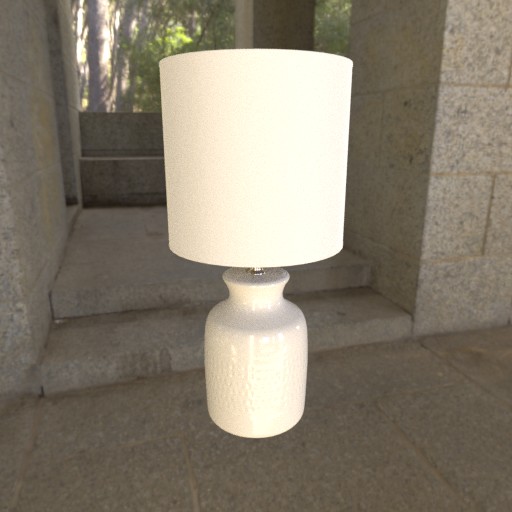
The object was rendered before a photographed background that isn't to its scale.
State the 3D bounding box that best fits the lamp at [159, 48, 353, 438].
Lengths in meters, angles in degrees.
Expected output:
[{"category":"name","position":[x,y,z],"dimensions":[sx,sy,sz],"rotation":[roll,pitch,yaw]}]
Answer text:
[{"category":"lamp","position":[0.000,0.000,0.492],"dimensions":[0.188,0.392,0.188],"rotation":[15,22,42]}]
